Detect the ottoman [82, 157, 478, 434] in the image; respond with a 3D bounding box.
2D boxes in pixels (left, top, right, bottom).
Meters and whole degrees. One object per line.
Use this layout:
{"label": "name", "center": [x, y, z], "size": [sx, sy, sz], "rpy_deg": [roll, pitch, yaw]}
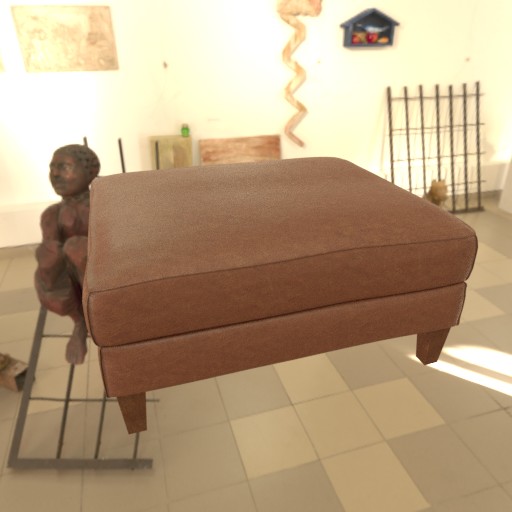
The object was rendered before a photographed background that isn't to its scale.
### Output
{"label": "ottoman", "center": [0.000, 0.000, 1.429], "size": [0.987, 0.472, 0.836], "rpy_deg": [-8, 28, -15]}
